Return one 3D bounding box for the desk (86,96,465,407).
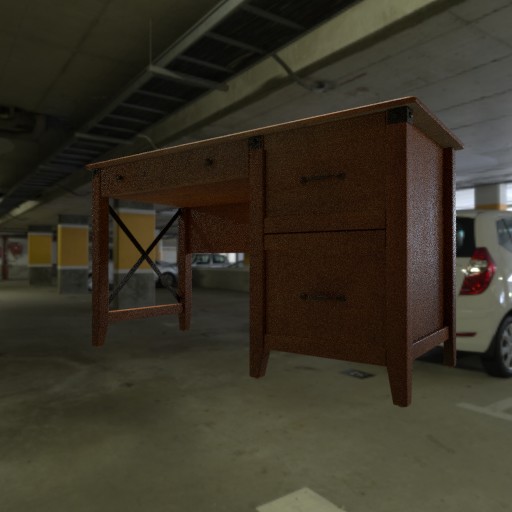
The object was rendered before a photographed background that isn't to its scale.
[{"bbox_3d":[0.000,0.000,1.678,1.353,0.756,0.574,0,0,36],"label":"desk"}]
